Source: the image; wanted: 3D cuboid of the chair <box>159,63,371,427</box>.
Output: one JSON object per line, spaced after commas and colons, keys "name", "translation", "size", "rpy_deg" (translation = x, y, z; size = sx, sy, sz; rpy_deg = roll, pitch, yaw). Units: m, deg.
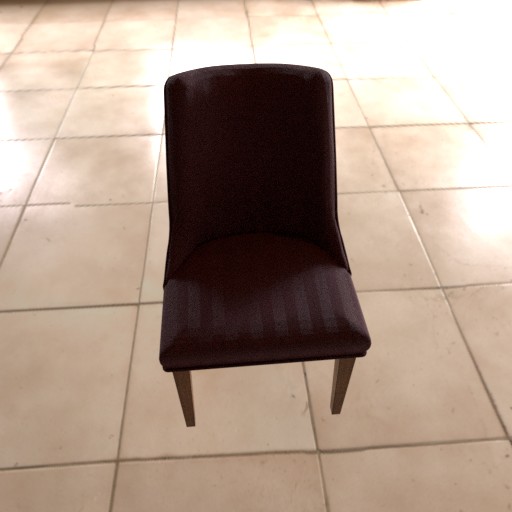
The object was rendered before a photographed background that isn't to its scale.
{"name": "chair", "translation": [0.000, 0.000, 1.322], "size": [0.548, 0.916, 0.638], "rpy_deg": [-4, 47, -3]}
